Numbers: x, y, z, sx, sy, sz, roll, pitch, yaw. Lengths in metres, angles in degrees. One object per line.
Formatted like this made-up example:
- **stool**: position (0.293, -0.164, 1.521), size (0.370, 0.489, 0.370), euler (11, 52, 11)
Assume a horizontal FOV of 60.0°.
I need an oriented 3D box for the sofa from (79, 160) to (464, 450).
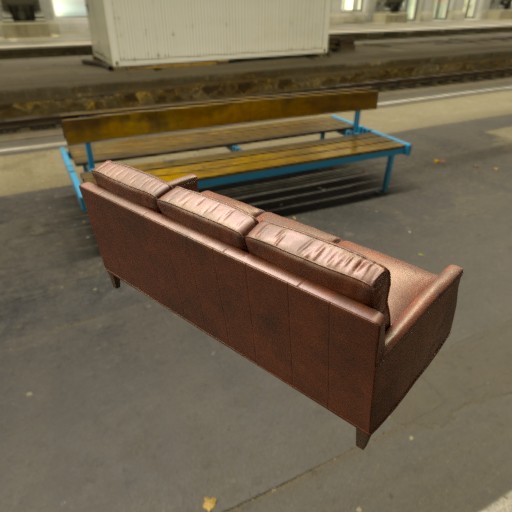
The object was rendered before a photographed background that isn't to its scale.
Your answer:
- **sofa**: position (0.000, 0.000, 2.802), size (2.240, 1.003, 1.084), euler (24, 38, 34)
